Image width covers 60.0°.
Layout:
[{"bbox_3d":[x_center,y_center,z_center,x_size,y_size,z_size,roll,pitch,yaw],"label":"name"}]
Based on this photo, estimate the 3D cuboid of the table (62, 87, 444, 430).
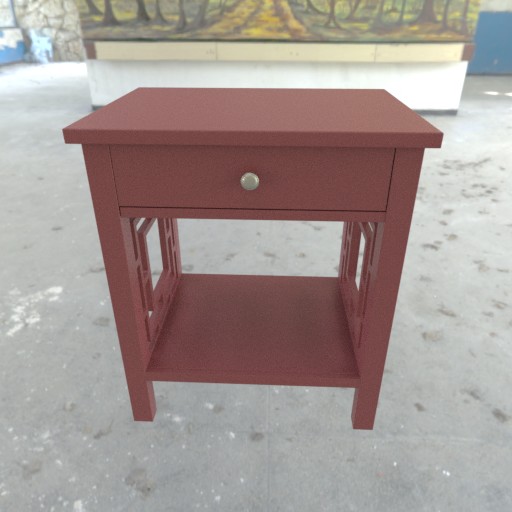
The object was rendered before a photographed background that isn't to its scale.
[{"bbox_3d":[0.000,0.000,1.048,0.599,0.686,0.451,1,29,2],"label":"table"}]
